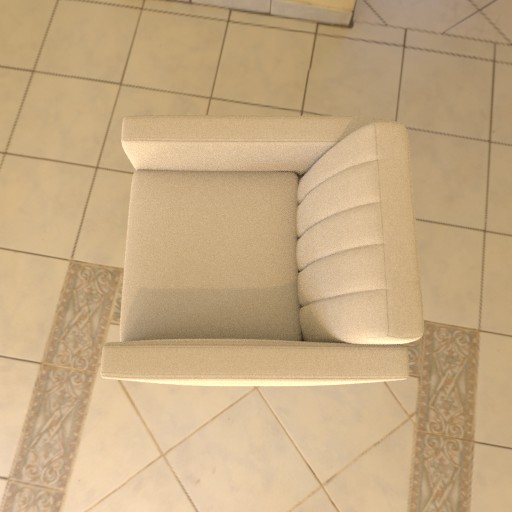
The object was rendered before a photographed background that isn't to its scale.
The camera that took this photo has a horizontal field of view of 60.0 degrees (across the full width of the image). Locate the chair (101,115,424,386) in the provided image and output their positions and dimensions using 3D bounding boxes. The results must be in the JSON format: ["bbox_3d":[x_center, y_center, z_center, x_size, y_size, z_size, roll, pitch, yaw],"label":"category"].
[{"bbox_3d":[0.000,0.000,1.699,0.998,0.819,0.953,0,76,0],"label":"chair"}]
